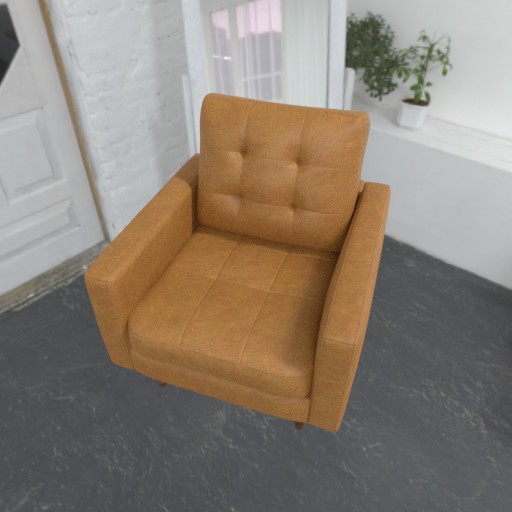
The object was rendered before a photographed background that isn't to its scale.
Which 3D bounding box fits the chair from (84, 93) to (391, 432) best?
[{"bbox_3d":[0.000,0.000,1.559,0.831,0.896,0.868,12,42,14],"label":"chair"}]
